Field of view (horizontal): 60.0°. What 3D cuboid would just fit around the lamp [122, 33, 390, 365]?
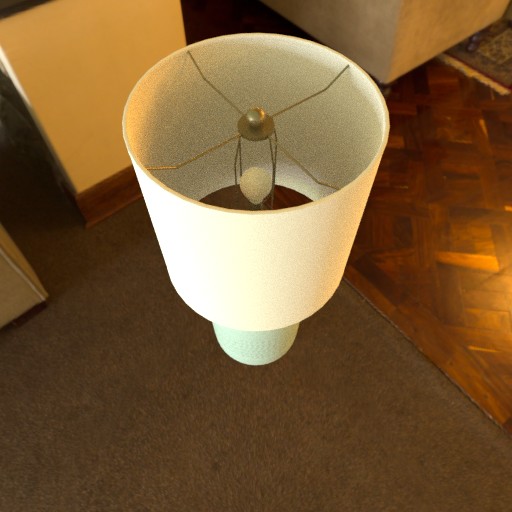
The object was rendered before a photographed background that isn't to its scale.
[{"bbox_3d":[0.000,0.000,1.069,0.418,0.871,0.418,1,58,1],"label":"lamp"}]
